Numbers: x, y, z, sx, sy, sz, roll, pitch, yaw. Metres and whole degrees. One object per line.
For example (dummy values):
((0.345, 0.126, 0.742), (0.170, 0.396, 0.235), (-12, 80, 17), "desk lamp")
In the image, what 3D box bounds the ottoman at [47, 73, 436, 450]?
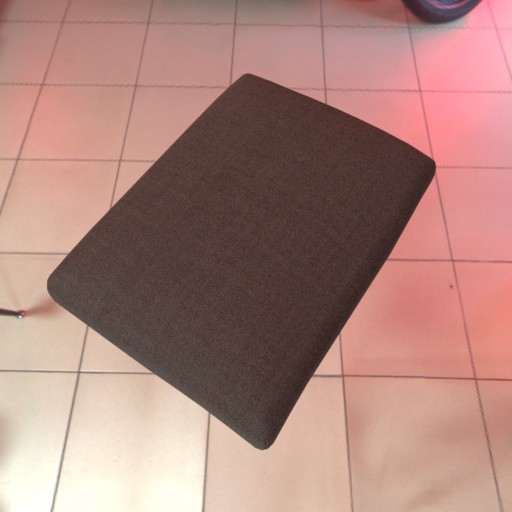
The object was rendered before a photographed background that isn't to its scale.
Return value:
((0.000, 0.000, 1.200), (0.599, 0.555, 0.809), (31, 67, 14), "ottoman")
